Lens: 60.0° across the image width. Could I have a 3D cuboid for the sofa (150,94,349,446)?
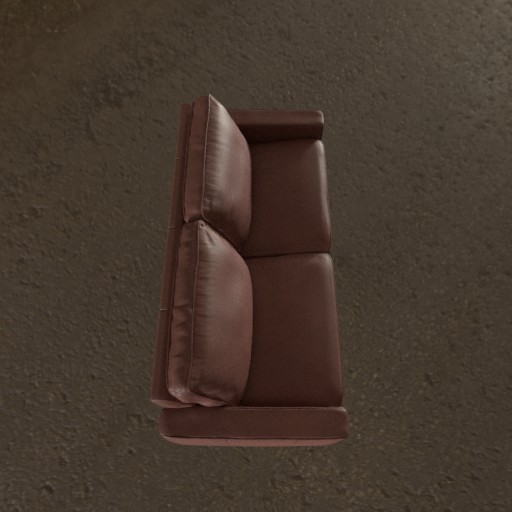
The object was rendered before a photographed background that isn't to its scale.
[{"bbox_3d":[0.000,0.000,2.659,0.940,0.919,2.080,0,64,0],"label":"sofa"}]
